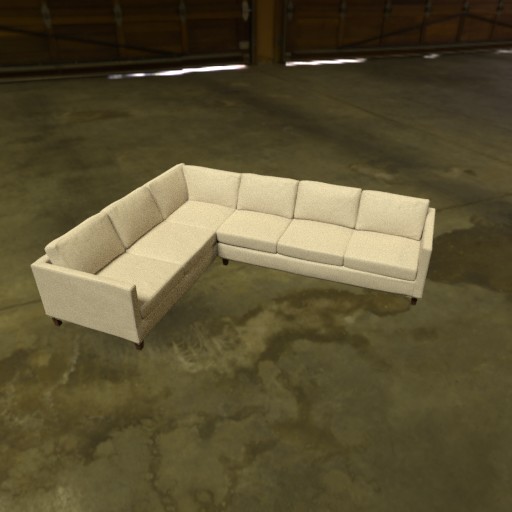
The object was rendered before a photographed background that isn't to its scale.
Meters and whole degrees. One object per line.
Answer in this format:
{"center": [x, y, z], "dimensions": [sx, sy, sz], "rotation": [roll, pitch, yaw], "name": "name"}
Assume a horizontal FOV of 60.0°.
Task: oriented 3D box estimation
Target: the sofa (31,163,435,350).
{"center": [0.000, 0.000, 4.351], "dimensions": [3.182, 0.863, 2.432], "rotation": [11, 33, 18], "name": "sofa"}
